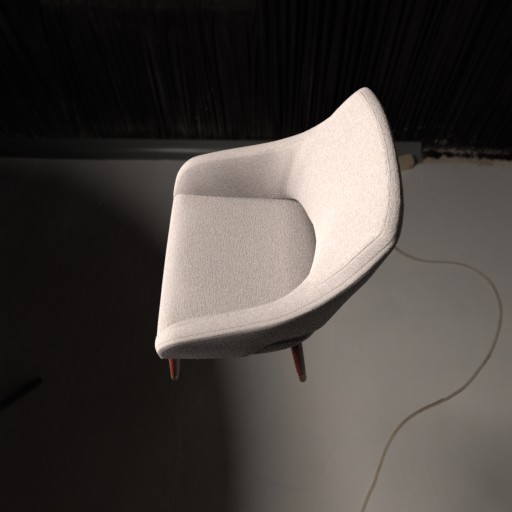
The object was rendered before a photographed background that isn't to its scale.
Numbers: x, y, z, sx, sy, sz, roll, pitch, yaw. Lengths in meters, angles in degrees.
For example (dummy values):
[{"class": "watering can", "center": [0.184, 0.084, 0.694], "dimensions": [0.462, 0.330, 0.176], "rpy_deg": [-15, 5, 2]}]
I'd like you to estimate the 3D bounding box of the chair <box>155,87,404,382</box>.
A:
[{"class": "chair", "center": [0.000, 0.000, 1.310], "dimensions": [0.600, 0.889, 0.609], "rpy_deg": [0, 59, 0]}]
